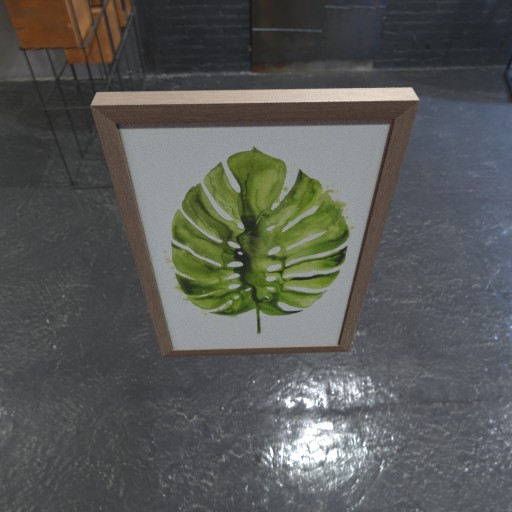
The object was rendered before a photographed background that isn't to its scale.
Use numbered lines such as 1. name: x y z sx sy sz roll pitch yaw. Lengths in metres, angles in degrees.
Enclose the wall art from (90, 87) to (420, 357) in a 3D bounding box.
1. wall art: 0.000 0.000 0.675 0.358 0.510 0.032 -1 46 -1
